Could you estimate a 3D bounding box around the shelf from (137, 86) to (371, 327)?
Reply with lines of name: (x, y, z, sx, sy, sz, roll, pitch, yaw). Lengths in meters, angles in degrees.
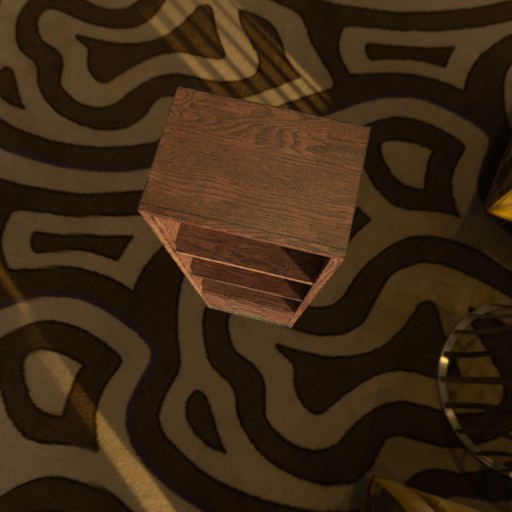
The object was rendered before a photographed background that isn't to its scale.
shelf: (0.000, 0.000, 1.983, 0.539, 1.732, 0.395, 13, 76, 3)
